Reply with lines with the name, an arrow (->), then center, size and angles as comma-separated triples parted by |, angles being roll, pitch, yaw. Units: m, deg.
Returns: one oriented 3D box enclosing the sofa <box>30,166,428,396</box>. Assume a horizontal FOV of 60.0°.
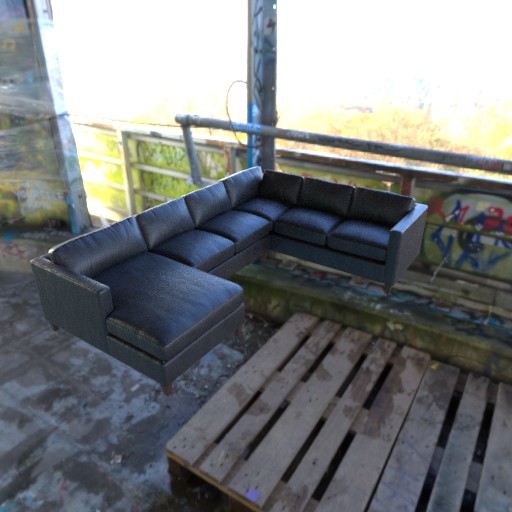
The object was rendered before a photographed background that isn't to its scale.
sofa -> 0.000, 0.000, 4.534 | 2.452, 0.891, 3.324 | 17, 32, 30
